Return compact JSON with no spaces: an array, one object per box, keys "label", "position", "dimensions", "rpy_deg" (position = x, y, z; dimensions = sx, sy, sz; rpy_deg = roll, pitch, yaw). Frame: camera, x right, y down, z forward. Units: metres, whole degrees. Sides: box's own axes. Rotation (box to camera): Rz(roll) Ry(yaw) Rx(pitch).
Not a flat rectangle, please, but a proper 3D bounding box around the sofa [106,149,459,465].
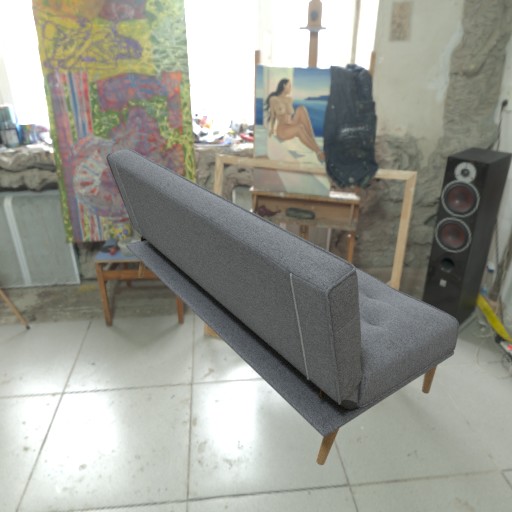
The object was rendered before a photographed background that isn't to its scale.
[{"label":"sofa","position":[0.000,0.000,2.239],"dimensions":[0.810,0.830,1.820],"rpy_deg":[-18,32,-31]}]
